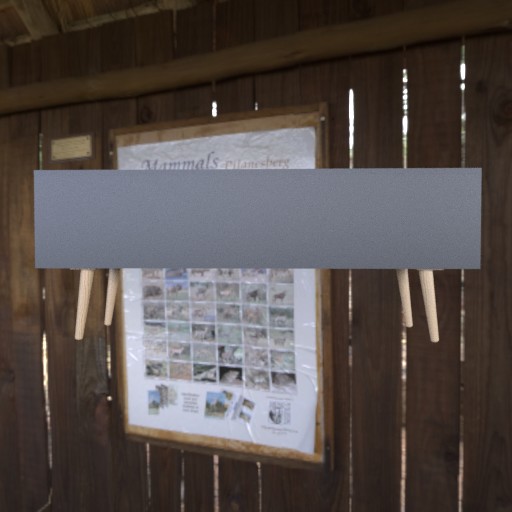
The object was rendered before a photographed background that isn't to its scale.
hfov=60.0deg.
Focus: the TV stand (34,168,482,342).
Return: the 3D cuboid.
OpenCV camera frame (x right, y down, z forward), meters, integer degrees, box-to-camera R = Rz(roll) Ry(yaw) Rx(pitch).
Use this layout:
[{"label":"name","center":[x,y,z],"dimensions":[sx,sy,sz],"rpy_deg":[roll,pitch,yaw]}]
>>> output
[{"label":"TV stand","center":[0.000,0.000,1.497],"dimensions":[1.312,0.518,0.390],"rpy_deg":[0,1,2]}]
